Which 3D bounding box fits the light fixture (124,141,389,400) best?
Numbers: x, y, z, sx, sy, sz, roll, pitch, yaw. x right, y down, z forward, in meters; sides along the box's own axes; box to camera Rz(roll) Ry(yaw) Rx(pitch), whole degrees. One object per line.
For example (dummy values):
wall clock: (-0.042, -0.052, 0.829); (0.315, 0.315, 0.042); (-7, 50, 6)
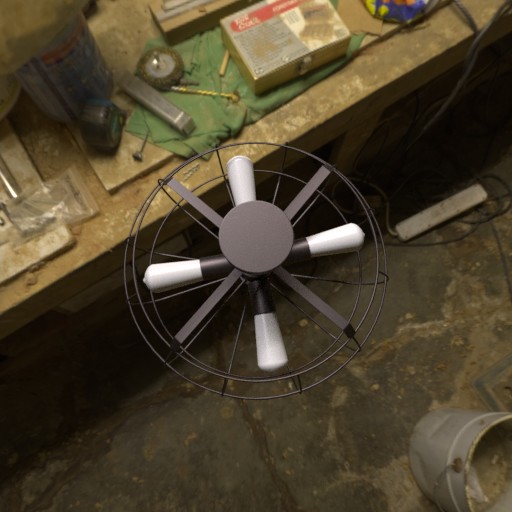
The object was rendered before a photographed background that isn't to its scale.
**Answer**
light fixture: (0.000, 0.000, 0.924); (0.582, 0.311, 0.582); (0, 76, 0)
